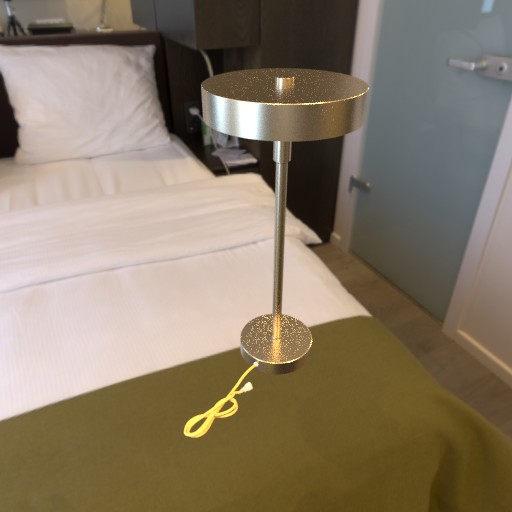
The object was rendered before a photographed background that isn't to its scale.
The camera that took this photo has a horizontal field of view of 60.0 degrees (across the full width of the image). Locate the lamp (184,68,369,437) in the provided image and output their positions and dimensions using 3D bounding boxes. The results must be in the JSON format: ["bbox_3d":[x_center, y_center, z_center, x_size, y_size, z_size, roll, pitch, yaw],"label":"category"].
[{"bbox_3d":[0.000,0.000,0.694,0.229,0.508,0.369,20,38,28],"label":"lamp"}]
